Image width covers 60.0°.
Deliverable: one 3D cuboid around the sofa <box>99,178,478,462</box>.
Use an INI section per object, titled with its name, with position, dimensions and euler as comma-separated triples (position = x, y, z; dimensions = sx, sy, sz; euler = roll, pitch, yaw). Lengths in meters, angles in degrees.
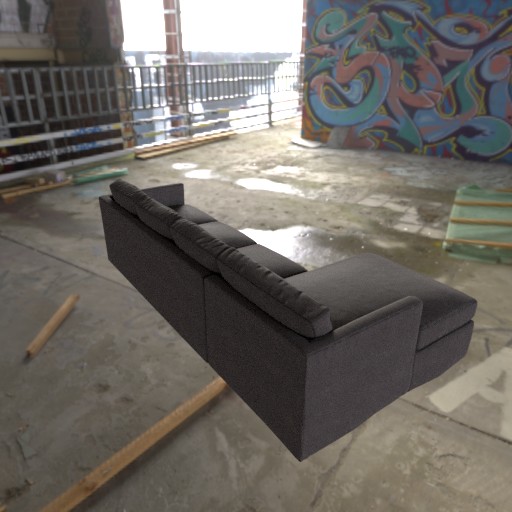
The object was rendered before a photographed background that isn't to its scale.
[sofa]
position = 0.000, 0.000, 3.825
dimensions = 1.650, 0.922, 3.205
euler = -17, 29, -32
